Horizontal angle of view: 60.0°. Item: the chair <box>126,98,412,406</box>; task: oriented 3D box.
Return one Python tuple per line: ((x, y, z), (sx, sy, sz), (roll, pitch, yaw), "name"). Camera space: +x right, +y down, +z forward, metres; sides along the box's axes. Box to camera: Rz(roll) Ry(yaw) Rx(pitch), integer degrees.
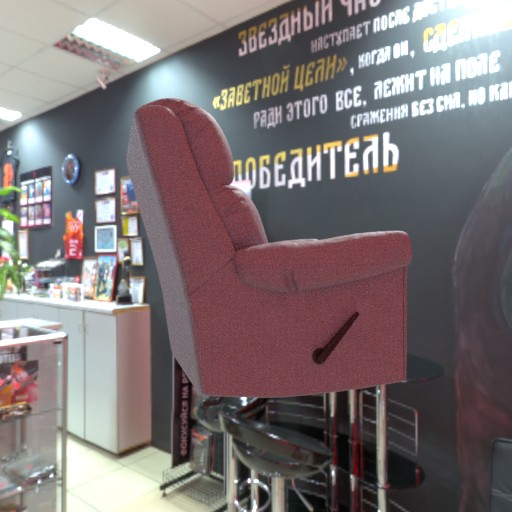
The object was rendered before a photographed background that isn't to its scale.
((0.000, 0.000, 1.837), (1.014, 1.054, 0.838), (0, 0, -18), "chair")
